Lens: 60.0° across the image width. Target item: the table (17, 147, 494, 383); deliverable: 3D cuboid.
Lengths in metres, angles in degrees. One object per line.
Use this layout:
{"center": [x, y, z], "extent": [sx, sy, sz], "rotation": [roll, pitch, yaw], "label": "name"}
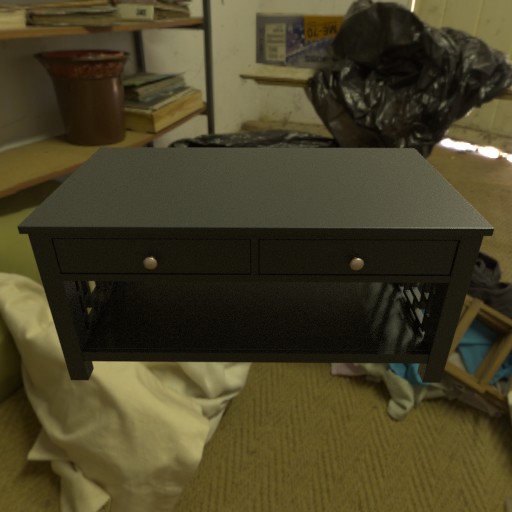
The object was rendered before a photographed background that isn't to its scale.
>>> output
{"center": [0.000, 0.000, 1.368], "extent": [1.068, 0.493, 0.612], "rotation": [0, 31, 0], "label": "table"}
